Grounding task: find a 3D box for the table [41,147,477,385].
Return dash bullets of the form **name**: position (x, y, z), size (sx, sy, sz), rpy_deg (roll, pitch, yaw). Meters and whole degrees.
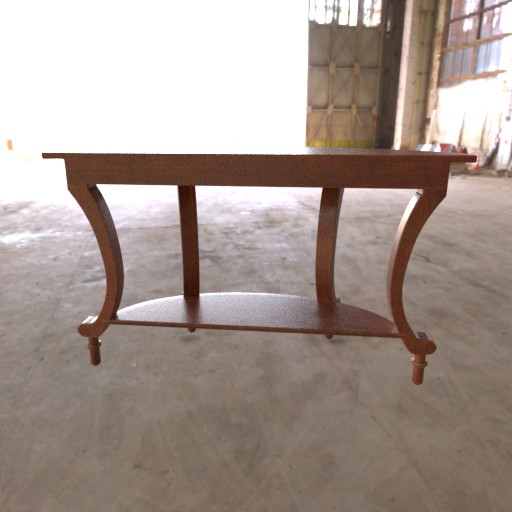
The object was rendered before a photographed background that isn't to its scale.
- **table**: position (0.000, 0.000, 1.498), size (1.198, 0.699, 0.394), rpy_deg (2, 17, 6)
